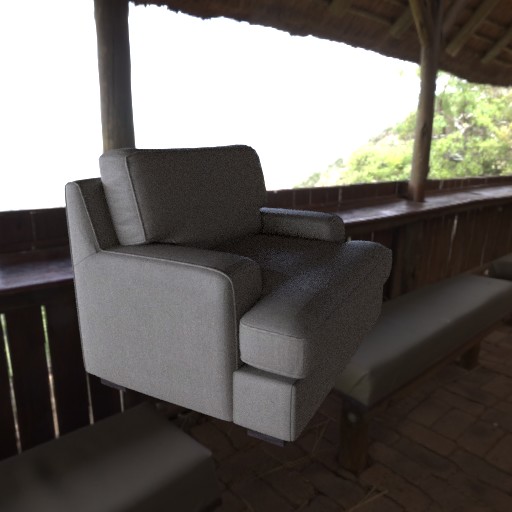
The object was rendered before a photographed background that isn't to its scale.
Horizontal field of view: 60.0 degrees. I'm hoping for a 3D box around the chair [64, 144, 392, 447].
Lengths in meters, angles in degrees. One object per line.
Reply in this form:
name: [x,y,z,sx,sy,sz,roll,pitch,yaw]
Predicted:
chair: [0.000,0.000,2.034,1.043,0.974,1.270,8,17,27]
